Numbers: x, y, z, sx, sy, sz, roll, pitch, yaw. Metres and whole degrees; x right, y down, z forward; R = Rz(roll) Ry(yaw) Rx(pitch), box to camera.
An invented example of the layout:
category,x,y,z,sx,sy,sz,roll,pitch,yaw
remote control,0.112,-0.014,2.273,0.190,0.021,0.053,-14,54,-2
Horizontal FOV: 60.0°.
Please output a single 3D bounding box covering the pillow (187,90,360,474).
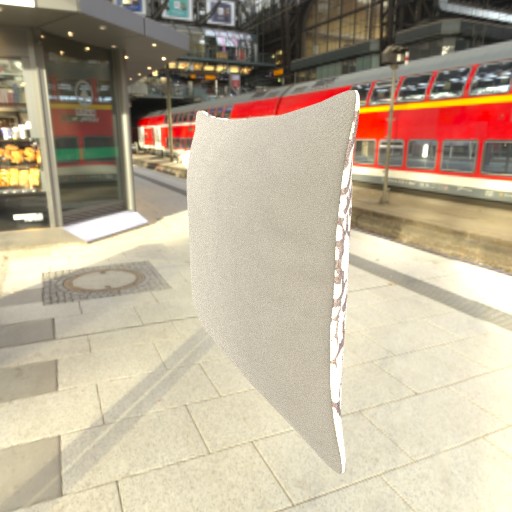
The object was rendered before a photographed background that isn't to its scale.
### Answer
category,x,y,z,sx,sy,sz,roll,pitch,yaw
pillow,0.000,0.000,0.776,0.166,0.507,0.526,-7,17,-25
